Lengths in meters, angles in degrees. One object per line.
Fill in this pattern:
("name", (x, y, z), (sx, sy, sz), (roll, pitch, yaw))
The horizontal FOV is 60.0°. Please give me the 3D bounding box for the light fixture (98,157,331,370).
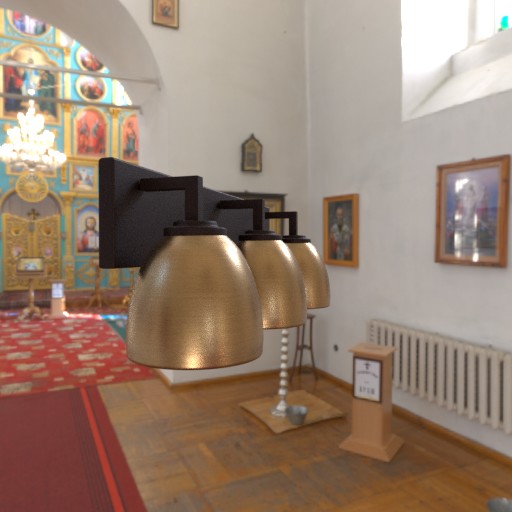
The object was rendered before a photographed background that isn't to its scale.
("light fixture", (0.000, 0.000, 0.682), (0.157, 0.204, 0.582), (0, 1, 19))
